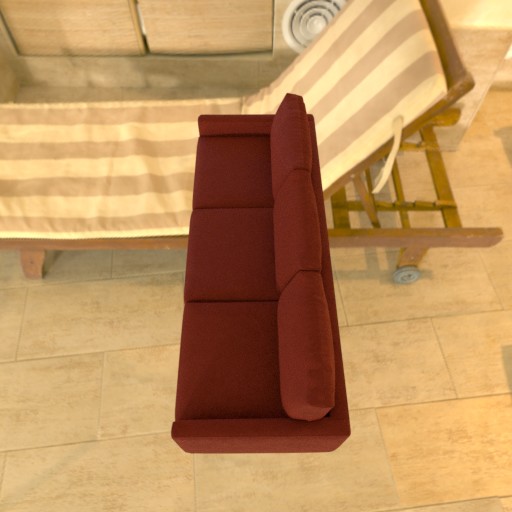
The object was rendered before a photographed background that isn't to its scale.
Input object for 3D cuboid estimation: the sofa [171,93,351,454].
[{"bbox_3d":[0.000,0.000,2.806,0.875,0.879,2.252,-1,58,0],"label":"sofa"}]
